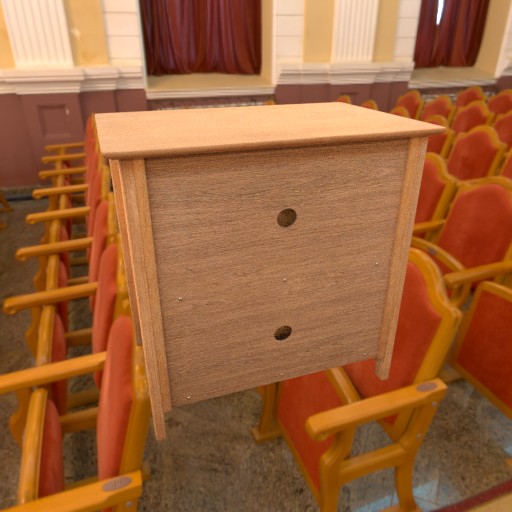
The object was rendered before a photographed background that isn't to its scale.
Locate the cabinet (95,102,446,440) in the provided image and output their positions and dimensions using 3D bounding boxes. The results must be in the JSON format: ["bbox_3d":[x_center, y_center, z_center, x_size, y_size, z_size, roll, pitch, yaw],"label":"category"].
[{"bbox_3d":[0.000,0.000,1.283,0.763,0.762,0.503,-9,27,-17],"label":"cabinet"}]
